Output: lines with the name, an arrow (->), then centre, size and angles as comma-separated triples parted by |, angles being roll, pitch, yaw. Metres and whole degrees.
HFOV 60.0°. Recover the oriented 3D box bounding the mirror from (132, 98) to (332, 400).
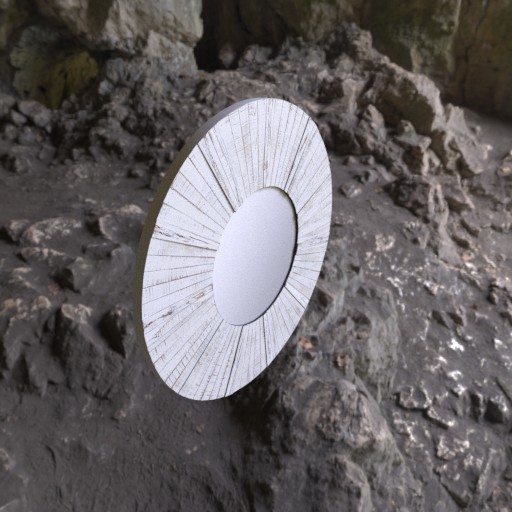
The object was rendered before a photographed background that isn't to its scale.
mirror -> 0.000, 0.000, 1.360 | 0.038, 0.914, 0.914 | 18, 32, 32
